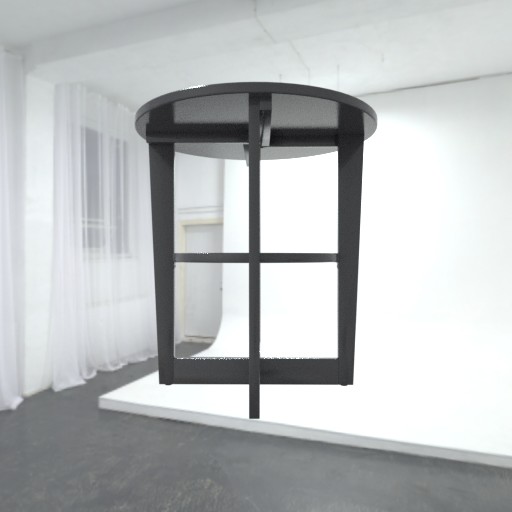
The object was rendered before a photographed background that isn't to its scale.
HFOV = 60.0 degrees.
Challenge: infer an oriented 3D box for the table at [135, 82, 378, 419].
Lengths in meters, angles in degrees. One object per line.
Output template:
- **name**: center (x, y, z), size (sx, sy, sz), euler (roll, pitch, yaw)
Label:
- **table**: center (0.000, 0.000, 0.946), size (0.500, 0.550, 0.500), euler (0, 0, 0)
